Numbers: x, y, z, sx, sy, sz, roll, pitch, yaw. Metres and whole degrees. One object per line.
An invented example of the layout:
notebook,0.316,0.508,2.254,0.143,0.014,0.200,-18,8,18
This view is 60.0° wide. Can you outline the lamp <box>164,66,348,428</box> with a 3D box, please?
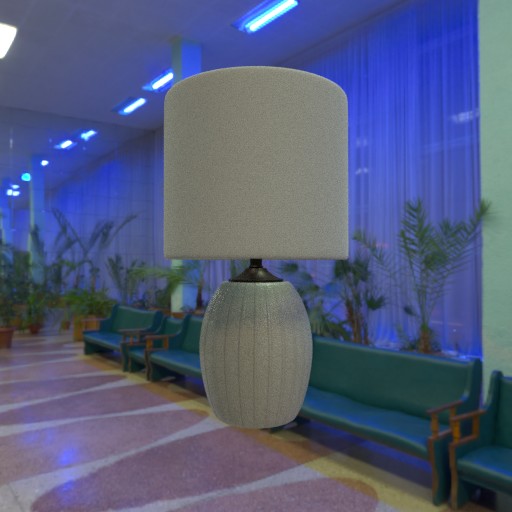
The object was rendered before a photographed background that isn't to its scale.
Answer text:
lamp,0.000,0.000,0.804,0.328,0.570,0.328,0,-1,0
